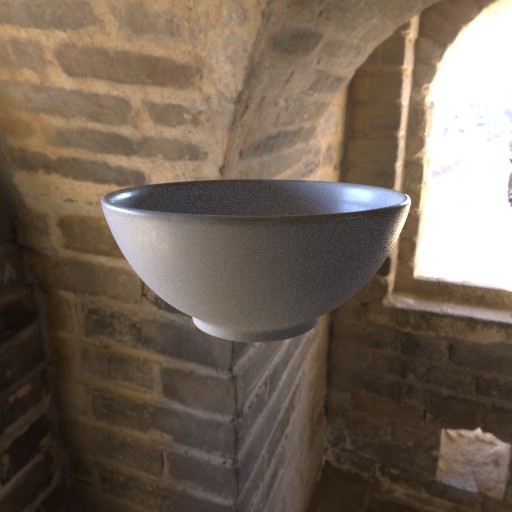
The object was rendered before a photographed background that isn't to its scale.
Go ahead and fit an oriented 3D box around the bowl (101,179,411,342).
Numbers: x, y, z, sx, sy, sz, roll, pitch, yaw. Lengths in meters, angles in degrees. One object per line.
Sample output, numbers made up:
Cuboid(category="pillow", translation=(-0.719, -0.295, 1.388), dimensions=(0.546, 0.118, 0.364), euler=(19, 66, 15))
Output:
Cuboid(category="bowl", translation=(0.000, 0.000, 0.420), dimensions=(0.268, 0.121, 0.268), euler=(0, 15, 0))
